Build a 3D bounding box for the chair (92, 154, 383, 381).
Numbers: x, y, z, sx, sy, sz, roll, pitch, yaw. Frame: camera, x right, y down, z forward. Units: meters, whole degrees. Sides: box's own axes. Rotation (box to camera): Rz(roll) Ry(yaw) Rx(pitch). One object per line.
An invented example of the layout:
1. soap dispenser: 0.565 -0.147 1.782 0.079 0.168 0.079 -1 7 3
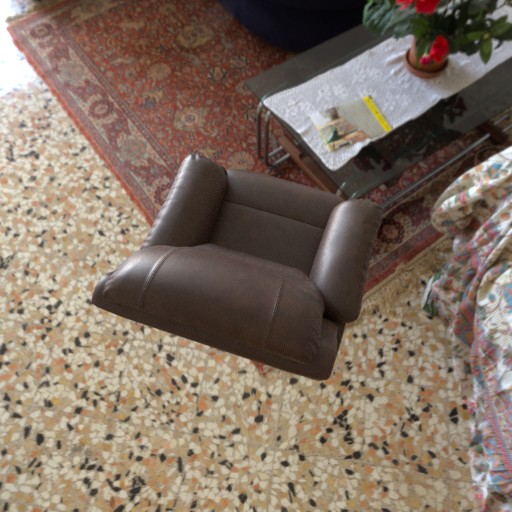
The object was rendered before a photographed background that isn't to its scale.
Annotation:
1. chair: 0.000 0.000 1.710 0.855 0.992 0.919 17 65 8
